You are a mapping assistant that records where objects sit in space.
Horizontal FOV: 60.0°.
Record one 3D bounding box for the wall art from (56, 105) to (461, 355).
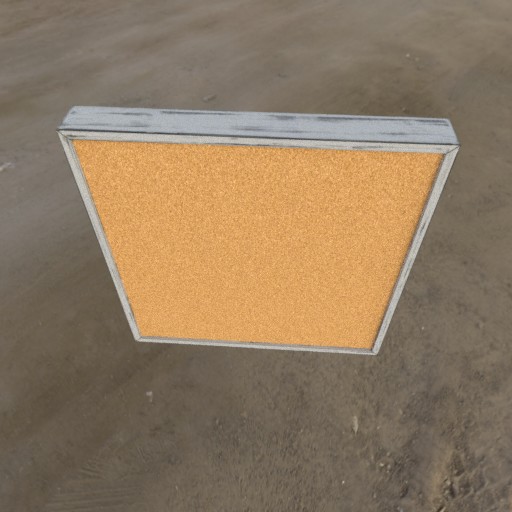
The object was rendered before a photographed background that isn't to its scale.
[{"bbox_3d":[0.000,0.000,0.455,0.303,0.303,0.036,3,48,3],"label":"wall art"}]
